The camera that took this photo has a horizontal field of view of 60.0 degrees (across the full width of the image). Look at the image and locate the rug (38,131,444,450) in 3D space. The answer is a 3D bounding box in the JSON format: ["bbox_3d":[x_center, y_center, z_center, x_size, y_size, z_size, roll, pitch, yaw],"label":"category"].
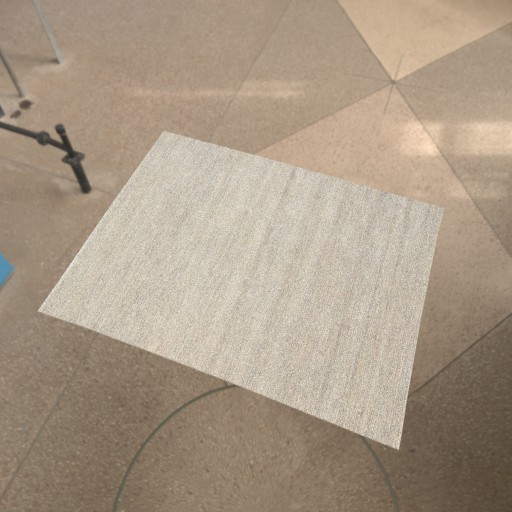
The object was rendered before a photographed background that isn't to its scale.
[{"bbox_3d":[0.000,0.000,4.758,3.626,0.051,2.757,18,60,11],"label":"rug"}]
